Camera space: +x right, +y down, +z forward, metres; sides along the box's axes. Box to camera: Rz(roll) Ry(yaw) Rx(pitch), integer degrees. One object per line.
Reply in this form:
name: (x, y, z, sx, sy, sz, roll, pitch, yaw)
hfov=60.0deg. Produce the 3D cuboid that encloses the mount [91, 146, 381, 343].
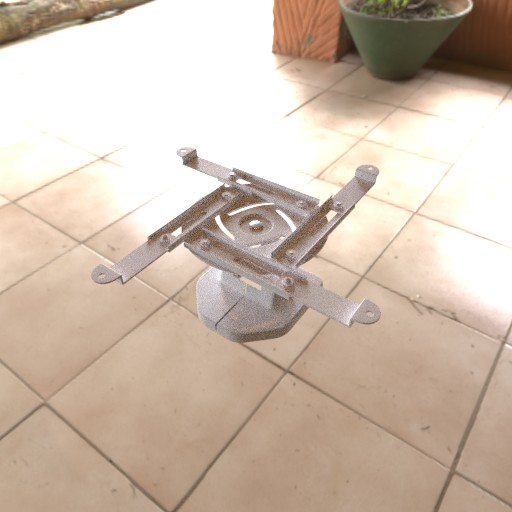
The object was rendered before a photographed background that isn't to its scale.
mount: (0.000, 0.000, 0.605, 0.394, 0.141, 0.394, 25, 47, 26)
